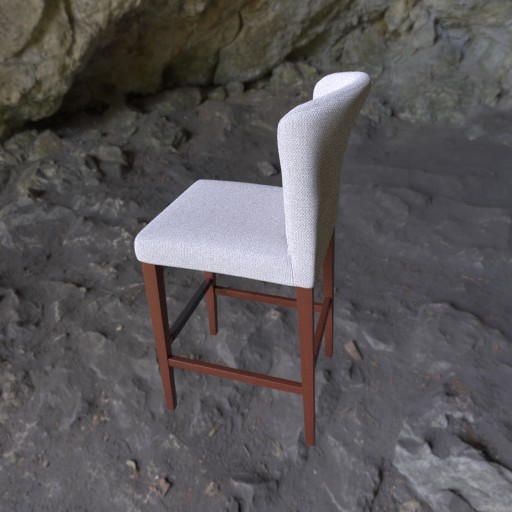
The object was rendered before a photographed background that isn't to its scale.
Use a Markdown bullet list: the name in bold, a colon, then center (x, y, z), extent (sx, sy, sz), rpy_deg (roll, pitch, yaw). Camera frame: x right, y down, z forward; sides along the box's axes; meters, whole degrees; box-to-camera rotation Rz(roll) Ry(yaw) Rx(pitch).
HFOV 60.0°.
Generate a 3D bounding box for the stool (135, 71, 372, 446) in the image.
- **stool**: center (0.000, 0.000, 1.378), extent (0.568, 1.069, 0.481), rpy_deg (8, 32, 14)
